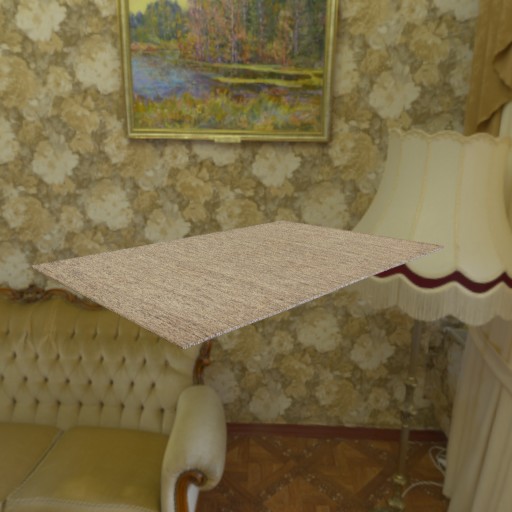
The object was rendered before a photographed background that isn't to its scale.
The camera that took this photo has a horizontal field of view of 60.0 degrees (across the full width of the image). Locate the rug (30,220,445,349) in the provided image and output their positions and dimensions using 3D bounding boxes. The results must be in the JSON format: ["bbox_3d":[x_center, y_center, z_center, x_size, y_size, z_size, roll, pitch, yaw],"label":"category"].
[{"bbox_3d":[0.000,0.000,2.904,1.547,0.013,2.283,14,20,43],"label":"rug"}]
